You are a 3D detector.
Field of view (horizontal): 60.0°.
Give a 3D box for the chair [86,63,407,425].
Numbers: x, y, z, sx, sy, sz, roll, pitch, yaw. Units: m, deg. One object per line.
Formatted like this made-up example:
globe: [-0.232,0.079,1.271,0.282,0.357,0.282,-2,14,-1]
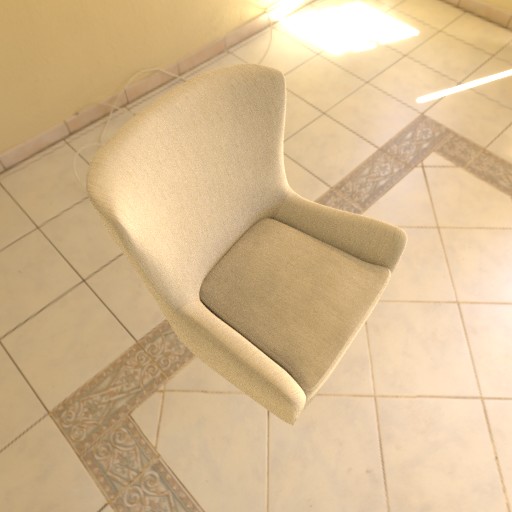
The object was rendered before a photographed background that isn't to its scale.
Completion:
chair: [0.000,0.000,1.660,0.904,1.000,0.779,32,63,18]
